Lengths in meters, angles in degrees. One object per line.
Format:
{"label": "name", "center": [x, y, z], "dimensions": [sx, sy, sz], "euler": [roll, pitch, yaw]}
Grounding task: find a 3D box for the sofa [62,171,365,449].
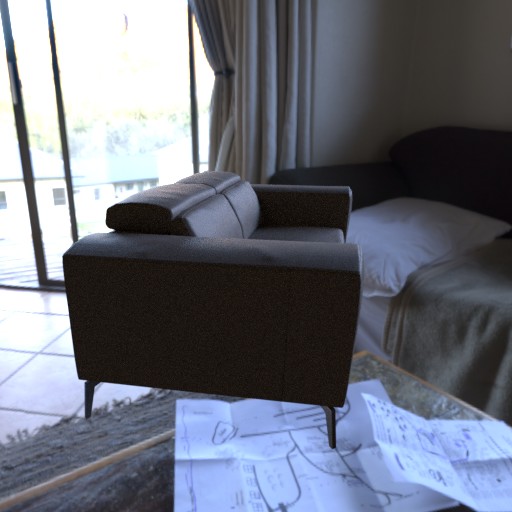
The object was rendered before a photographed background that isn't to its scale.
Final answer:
{"label": "sofa", "center": [0.000, 0.000, 2.327], "dimensions": [1.003, 0.779, 1.895], "euler": [3, 17, 10]}
